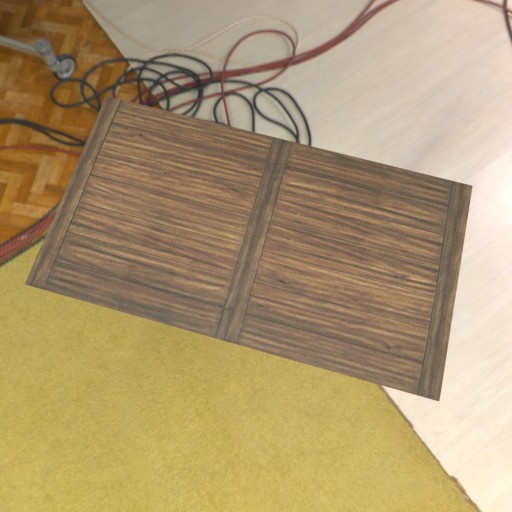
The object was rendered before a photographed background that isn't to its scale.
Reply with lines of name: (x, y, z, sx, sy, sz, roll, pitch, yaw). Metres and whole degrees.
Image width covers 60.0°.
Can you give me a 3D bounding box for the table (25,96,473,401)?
table: (0.000, 0.000, 2.540, 1.966, 0.793, 1.071, 15, 74, 4)
